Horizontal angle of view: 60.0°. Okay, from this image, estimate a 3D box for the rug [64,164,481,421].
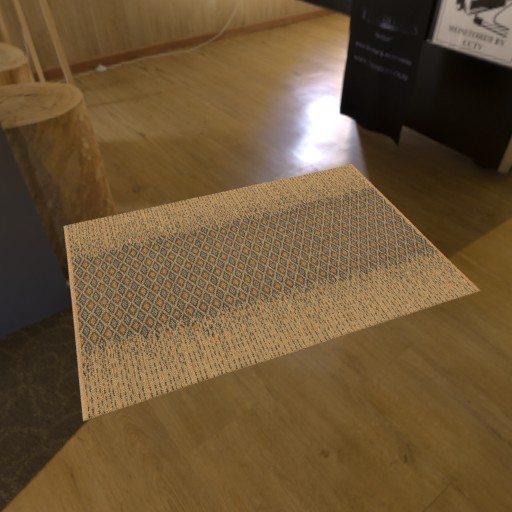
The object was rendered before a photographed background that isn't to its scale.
[{"bbox_3d":[0.000,0.000,2.291,1.828,0.005,1.219,-15,45,-15],"label":"rug"}]
